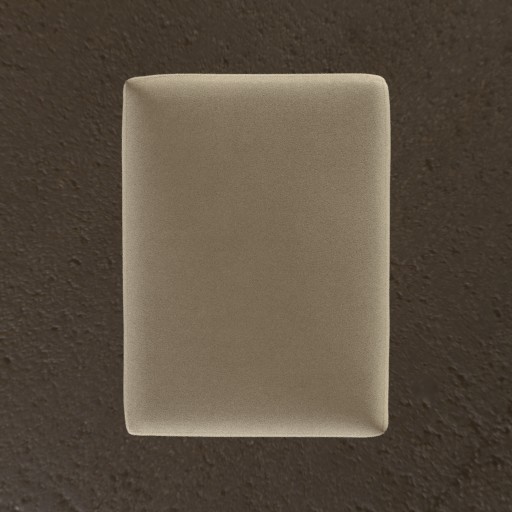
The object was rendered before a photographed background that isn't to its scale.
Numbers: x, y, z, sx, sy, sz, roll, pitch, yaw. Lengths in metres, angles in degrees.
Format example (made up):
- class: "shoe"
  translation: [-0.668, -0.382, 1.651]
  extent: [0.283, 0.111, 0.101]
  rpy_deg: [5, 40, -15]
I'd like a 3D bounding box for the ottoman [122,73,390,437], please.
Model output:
- class: "ottoman"
  translation: [0.000, 0.000, 1.116]
  extent: [0.569, 0.499, 0.773]
  rpy_deg: [0, 91, 0]
